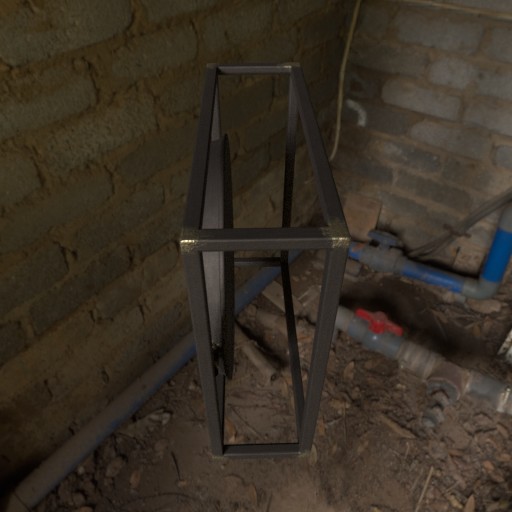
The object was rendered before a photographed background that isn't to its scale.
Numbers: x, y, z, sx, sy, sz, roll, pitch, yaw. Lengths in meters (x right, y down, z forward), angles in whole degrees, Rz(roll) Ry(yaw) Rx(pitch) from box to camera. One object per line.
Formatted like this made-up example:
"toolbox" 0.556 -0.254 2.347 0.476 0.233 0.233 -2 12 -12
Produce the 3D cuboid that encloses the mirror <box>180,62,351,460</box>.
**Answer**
"mirror" 0.000 0.000 0.482 0.107 0.303 0.306 -1 42 -1
